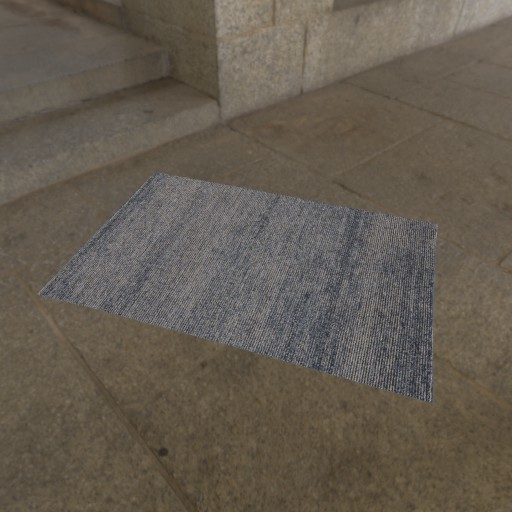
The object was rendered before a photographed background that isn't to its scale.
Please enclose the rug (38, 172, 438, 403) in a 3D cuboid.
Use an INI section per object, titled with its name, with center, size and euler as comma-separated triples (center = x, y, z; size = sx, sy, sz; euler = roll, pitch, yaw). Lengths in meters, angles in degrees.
[rug]
center = 0.000, 0.000, 2.224
size = 1.740, 0.010, 1.135
euler = 12, 43, 14
